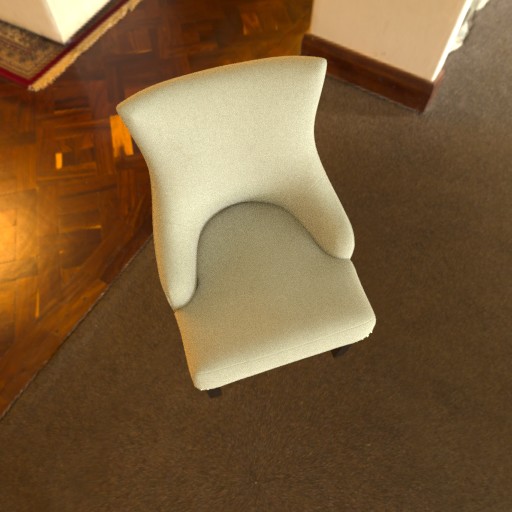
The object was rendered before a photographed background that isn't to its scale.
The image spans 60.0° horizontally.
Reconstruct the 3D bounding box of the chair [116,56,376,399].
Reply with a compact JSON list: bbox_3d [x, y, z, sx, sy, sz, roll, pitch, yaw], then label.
[{"bbox_3d":[0.000,0.000,1.325,0.566,0.909,0.629,-16,64,-8],"label":"chair"}]
